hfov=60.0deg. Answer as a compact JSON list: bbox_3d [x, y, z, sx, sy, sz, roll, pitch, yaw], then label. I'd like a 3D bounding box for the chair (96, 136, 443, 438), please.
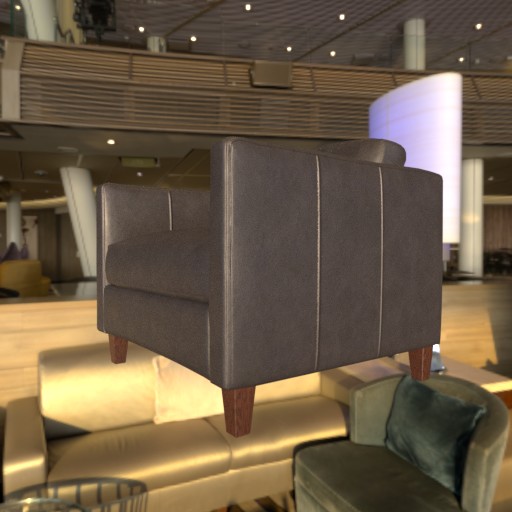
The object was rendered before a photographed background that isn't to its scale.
[{"bbox_3d":[0.000,0.000,1.565,0.862,0.811,0.939,-1,1,-37],"label":"chair"}]
